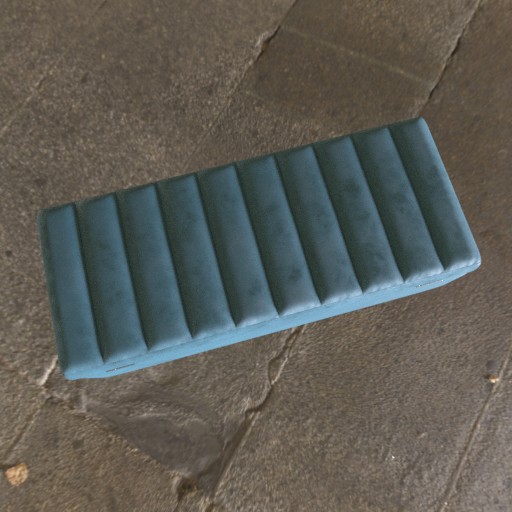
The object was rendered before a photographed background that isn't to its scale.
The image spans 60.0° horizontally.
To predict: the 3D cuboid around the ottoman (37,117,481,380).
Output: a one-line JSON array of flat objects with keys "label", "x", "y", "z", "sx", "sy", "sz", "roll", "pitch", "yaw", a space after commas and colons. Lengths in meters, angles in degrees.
[{"label": "ottoman", "x": 0.000, "y": 0.000, "z": 1.402, "sx": 1.151, "sy": 0.469, "sz": 0.482, "roll": -15, "pitch": 76, "yaw": -4}]
